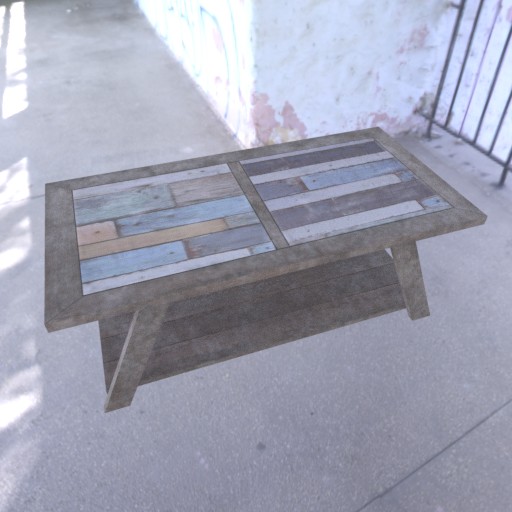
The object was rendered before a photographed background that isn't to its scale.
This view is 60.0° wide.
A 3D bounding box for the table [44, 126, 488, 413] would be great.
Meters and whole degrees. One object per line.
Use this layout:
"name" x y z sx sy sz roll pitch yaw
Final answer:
"table" 0.000 0.000 1.513 1.219 0.470 0.610 -13 44 -14
